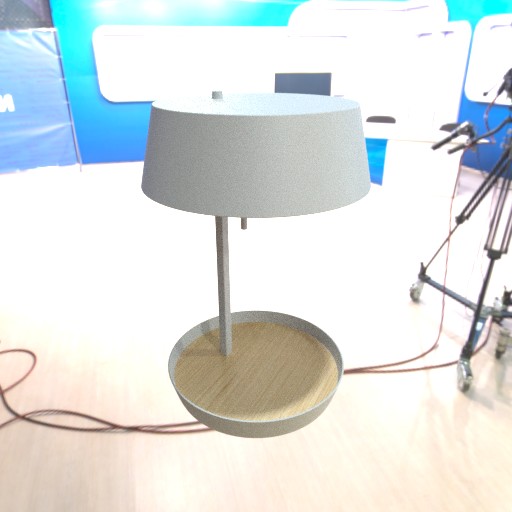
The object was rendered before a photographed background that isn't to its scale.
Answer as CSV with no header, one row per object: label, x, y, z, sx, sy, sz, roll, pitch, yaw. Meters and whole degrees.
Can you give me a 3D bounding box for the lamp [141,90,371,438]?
lamp,0.000,0.000,0.621,0.291,0.429,0.291,0,25,0
